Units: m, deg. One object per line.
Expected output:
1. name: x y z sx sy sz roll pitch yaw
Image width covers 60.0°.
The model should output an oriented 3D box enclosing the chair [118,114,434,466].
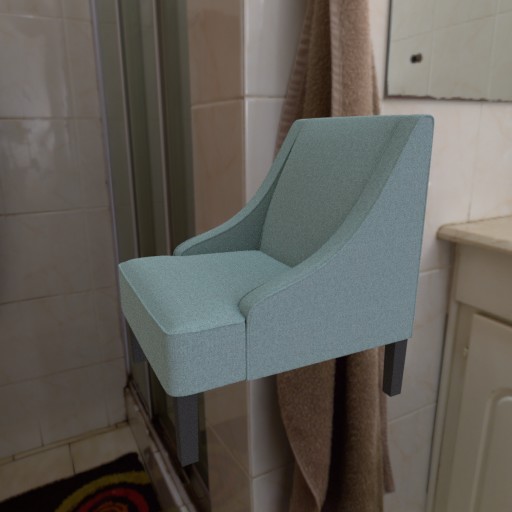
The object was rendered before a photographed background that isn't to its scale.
1. chair: 0.000 0.000 1.870 1.025 1.133 0.857 -8 17 -25
